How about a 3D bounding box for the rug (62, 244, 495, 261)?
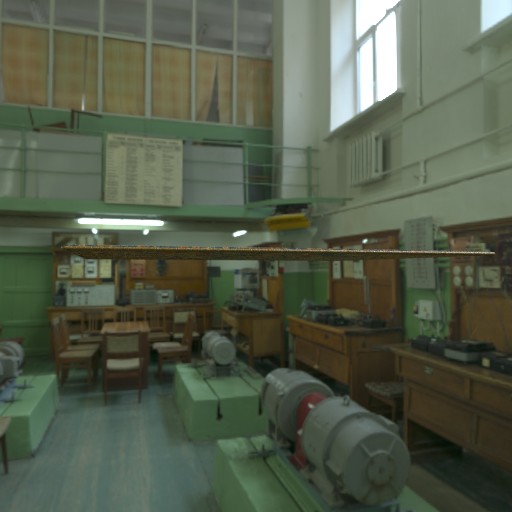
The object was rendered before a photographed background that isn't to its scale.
[{"bbox_3d":[0.000,0.000,4.051,3.040,0.031,2.435,1,-2,-18],"label":"rug"}]
